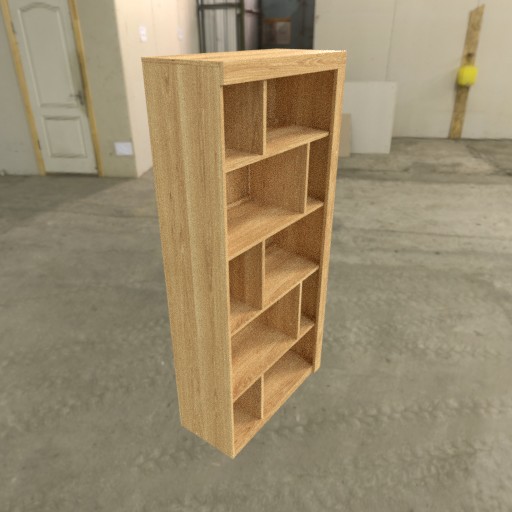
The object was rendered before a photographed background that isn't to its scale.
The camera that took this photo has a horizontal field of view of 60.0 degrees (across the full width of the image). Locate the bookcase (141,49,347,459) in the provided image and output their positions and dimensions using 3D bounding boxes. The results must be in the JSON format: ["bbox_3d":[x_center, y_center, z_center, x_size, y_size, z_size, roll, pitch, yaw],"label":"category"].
[{"bbox_3d":[0.000,0.000,2.430,0.420,2.020,0.950,19,33,32],"label":"bookcase"}]
